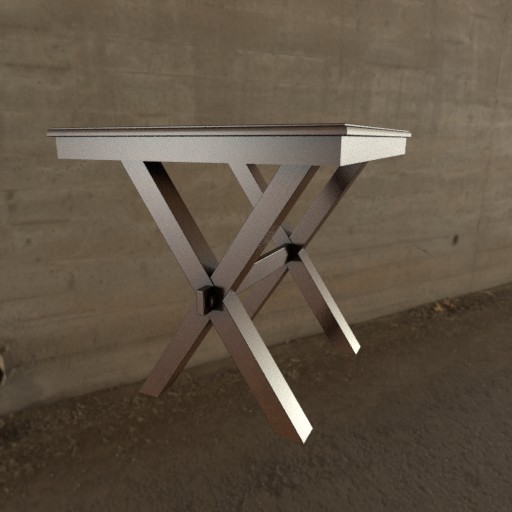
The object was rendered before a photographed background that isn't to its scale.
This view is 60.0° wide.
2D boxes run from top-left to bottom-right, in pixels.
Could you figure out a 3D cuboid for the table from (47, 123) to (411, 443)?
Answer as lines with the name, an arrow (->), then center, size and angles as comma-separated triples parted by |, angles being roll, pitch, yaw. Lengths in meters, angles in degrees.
table -> 0.000, 0.000, 1.024 | 0.560, 0.562, 0.602 | 7, 16, 25
